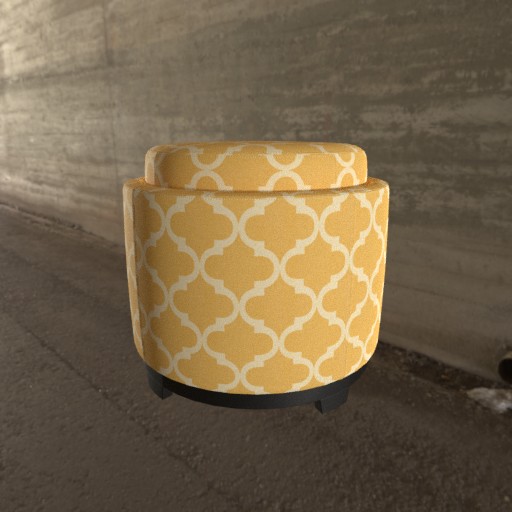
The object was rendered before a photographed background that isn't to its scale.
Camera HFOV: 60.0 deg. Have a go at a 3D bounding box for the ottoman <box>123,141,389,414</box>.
[{"bbox_3d":[0.000,0.000,0.855,0.480,0.429,0.480,0,15,0],"label":"ottoman"}]
